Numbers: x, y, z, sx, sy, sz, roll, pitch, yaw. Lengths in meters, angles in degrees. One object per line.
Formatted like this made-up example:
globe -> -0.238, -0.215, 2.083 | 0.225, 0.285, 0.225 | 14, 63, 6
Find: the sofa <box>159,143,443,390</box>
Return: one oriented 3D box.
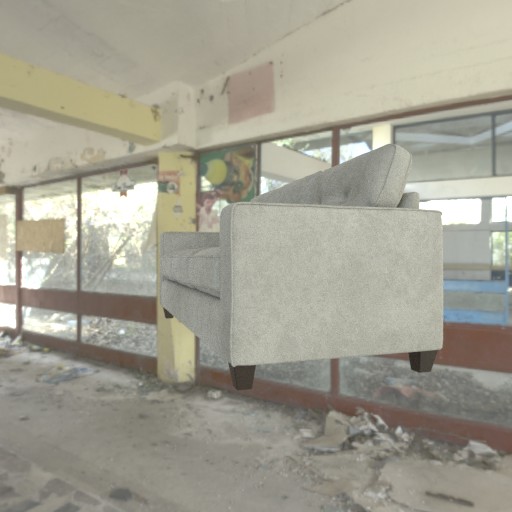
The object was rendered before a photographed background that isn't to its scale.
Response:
sofa -> 0.000, 0.000, 2.666 | 0.939, 0.965, 2.133 | 0, 0, -19
